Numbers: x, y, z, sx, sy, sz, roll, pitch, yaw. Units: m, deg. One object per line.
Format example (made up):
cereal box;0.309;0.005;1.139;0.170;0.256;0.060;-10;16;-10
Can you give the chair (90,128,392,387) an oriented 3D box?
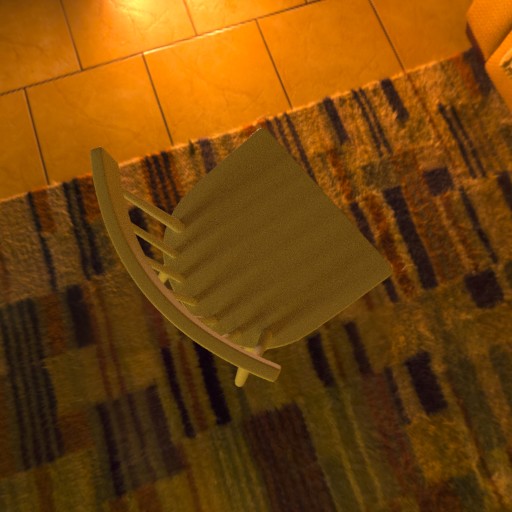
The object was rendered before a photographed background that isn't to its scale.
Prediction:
chair;0.000;0.000;1.087;0.500;0.787;0.483;-38;79;-9
